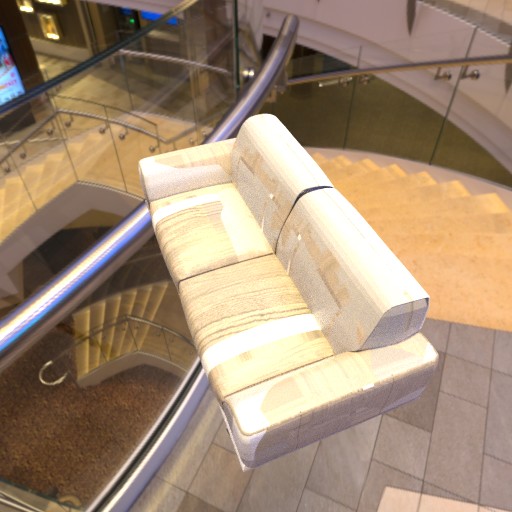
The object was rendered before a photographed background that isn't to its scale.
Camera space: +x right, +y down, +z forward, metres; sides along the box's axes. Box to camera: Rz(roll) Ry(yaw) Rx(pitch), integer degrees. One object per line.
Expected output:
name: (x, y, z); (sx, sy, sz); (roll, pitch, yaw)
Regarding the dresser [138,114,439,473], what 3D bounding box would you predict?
dresser: (0.000, 0.000, 5.887); (2.251, 1.863, 4.679); (-16, 49, -15)
